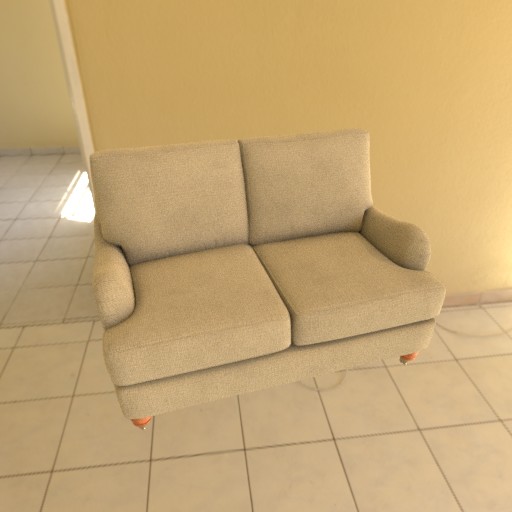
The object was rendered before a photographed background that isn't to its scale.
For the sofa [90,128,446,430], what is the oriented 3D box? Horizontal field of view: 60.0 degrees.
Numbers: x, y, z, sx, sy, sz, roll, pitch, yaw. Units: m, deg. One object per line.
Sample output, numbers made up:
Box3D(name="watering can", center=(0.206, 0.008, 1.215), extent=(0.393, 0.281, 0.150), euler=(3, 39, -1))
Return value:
Box3D(name="sofa", center=(0.000, 0.000, 2.166), extent=(1.480, 0.999, 1.087), euler=(-9, 32, -15))
